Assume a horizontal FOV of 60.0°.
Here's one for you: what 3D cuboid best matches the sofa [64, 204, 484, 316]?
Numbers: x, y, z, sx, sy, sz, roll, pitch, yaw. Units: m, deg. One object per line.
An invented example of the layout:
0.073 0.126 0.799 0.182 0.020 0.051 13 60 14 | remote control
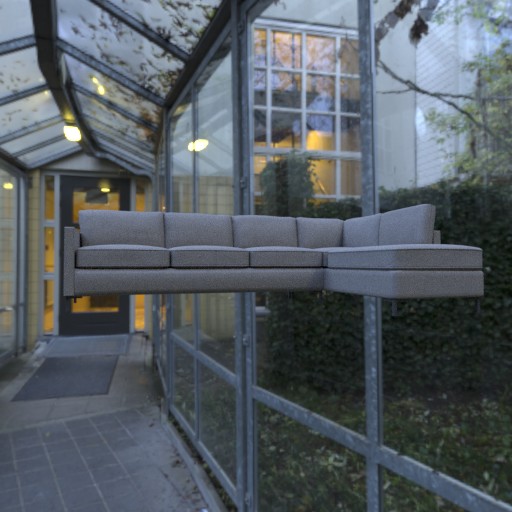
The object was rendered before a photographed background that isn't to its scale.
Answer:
0.000 0.000 4.138 3.331 0.964 2.077 0 -1 -18 | sofa
